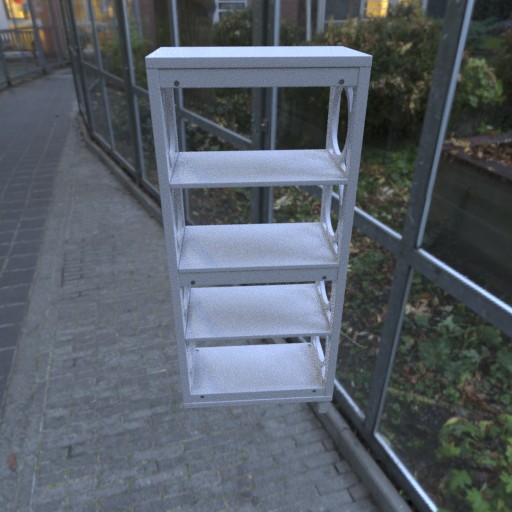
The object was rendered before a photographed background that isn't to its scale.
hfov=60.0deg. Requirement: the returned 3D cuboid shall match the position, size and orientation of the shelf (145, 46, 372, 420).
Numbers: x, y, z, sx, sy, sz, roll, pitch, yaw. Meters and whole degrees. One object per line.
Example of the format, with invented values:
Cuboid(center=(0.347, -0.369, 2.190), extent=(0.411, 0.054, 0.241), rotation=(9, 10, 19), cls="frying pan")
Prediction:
Cuboid(center=(0.000, 0.000, 1.675), extent=(0.611, 1.411, 0.340), rotation=(-2, 29, -3), cls="shelf")
